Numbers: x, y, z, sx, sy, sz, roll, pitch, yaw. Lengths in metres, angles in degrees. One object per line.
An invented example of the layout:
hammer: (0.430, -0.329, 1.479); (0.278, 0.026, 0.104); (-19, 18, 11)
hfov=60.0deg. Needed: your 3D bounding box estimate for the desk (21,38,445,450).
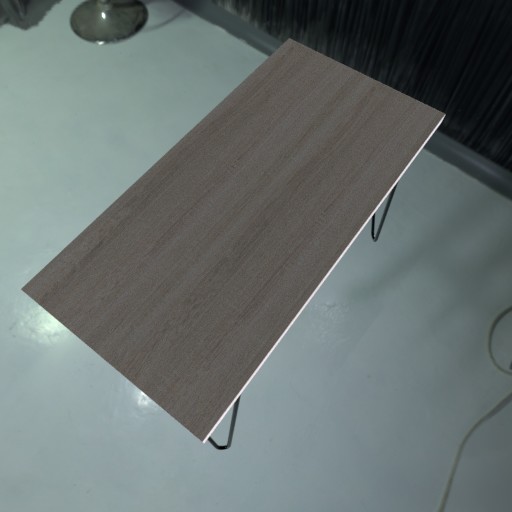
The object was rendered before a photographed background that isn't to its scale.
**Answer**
desk: (0.000, 0.000, 1.341); (0.499, 0.660, 0.991); (34, 68, 16)
